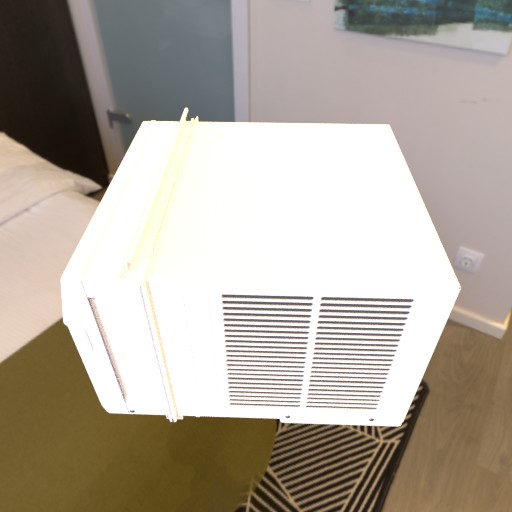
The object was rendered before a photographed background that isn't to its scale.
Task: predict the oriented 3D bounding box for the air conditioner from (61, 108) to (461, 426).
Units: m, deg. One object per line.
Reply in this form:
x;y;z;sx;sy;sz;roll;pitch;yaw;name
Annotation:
0.000;0.000;0.862;0.546;0.388;0.503;1;41;1;air conditioner
